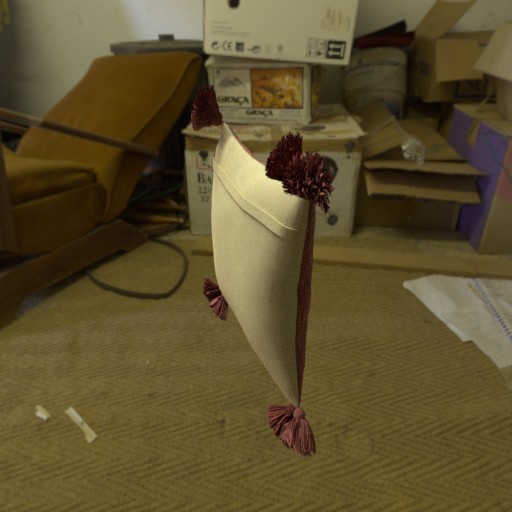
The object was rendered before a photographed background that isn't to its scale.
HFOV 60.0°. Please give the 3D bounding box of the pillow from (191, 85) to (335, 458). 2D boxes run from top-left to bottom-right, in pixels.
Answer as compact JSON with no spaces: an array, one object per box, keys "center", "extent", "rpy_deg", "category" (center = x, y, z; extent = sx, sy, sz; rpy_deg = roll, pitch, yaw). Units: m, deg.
[{"center":[0.000,0.000,0.977],"extent":[0.138,0.659,0.641],"rpy_deg":[-10,31,-18],"category":"pillow"}]
